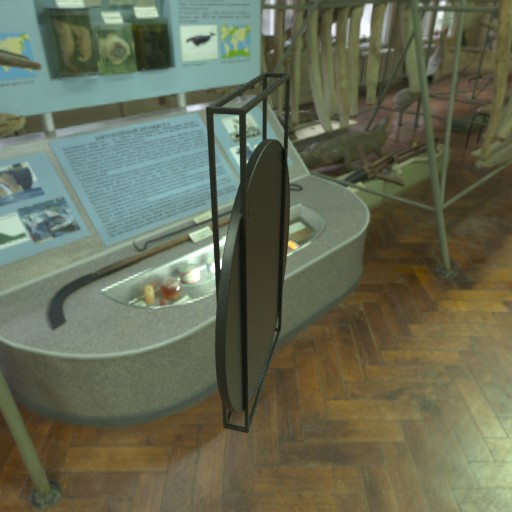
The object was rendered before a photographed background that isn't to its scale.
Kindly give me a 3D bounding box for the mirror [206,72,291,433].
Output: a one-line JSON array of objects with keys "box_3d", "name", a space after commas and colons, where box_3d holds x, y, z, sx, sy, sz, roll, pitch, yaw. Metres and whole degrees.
[{"box_3d": [0.000, 0.000, 0.836, 0.051, 0.603, 0.508, 7, 31, 12], "name": "mirror"}]
